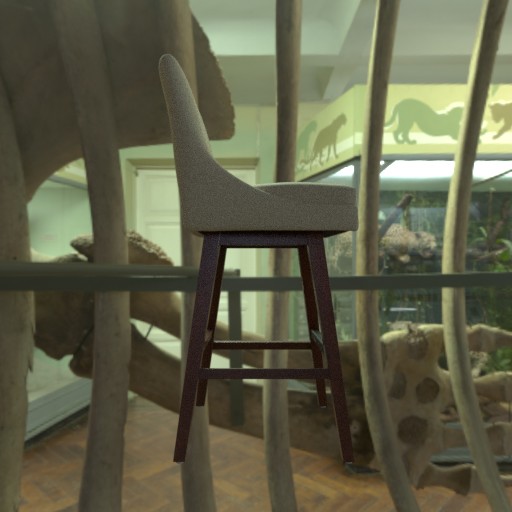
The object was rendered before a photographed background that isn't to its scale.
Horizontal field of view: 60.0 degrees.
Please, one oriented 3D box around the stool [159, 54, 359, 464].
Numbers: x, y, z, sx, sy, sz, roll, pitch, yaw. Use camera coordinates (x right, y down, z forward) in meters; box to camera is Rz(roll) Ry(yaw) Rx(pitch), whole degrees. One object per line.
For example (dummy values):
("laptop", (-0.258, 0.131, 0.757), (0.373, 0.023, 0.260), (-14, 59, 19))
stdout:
("stool", (0.000, 0.000, 1.401), (0.559, 1.097, 0.470), (0, 0, 0))
